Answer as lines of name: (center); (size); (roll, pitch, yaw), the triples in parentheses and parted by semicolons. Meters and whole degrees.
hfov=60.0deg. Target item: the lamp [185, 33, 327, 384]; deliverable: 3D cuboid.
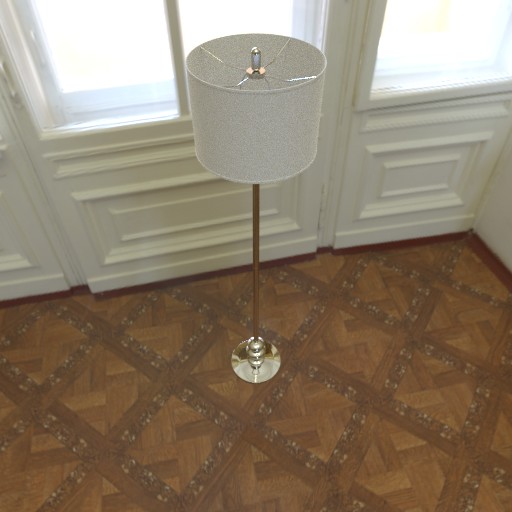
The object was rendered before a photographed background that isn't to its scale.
lamp: (0.000, 0.000, 1.638); (0.356, 1.487, 0.356); (24, 51, 22)
